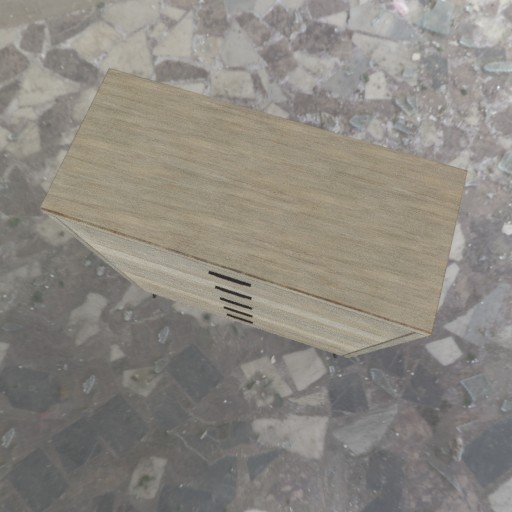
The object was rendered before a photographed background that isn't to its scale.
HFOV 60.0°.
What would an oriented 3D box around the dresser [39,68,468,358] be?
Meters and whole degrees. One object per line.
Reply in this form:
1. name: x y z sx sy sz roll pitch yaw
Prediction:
1. dresser: 0.000 0.000 1.725 1.016 1.219 0.457 18 75 5
